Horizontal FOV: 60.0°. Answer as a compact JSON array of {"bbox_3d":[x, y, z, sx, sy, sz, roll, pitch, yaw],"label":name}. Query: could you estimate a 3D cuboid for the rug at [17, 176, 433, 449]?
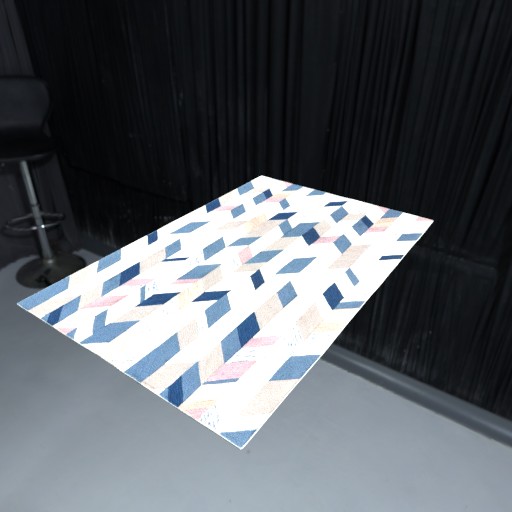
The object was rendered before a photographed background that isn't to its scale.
[{"bbox_3d":[0.000,0.000,2.205,1.202,0.006,1.813,21,37,30],"label":"rug"}]
